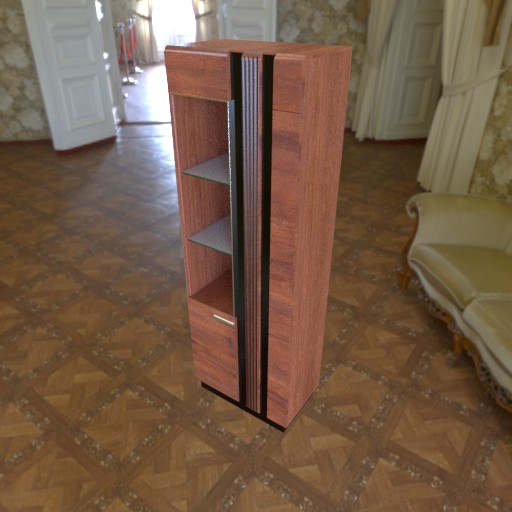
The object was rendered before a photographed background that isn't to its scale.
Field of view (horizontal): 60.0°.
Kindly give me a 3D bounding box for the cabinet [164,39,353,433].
[{"bbox_3d":[0.000,0.000,2.305,0.660,1.980,0.420,19,35,29],"label":"cabinet"}]
